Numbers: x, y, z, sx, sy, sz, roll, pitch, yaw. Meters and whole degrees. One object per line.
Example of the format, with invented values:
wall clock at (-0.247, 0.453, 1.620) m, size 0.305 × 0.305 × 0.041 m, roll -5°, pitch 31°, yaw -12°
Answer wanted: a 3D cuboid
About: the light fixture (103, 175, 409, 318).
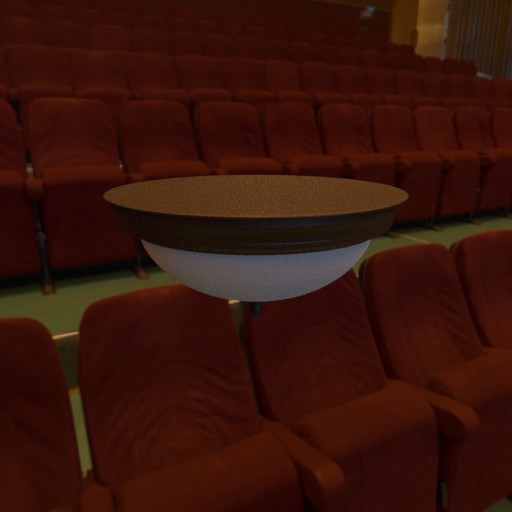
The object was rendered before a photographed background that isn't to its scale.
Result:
light fixture at (0.000, 0.000, 0.446) m, size 0.280 × 0.135 × 0.280 m, roll 0°, pitch 16°, yaw 0°
